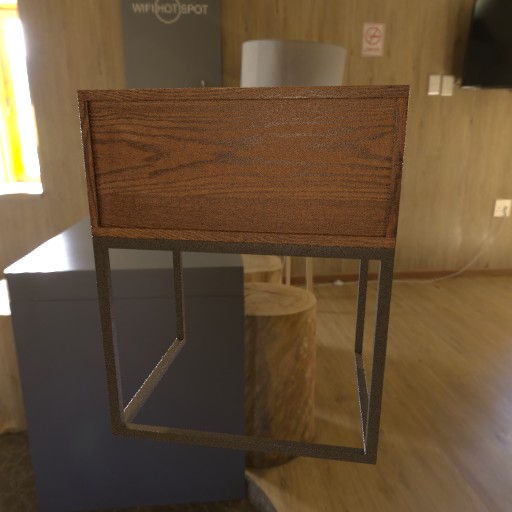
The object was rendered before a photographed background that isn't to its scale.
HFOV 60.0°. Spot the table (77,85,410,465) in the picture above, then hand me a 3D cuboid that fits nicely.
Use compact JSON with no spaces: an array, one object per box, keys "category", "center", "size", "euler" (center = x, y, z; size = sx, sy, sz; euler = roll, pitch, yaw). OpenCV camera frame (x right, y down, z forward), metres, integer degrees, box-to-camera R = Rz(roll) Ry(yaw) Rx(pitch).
[{"category":"table","center":[0.000,0.000,0.902],"size":[0.482,0.610,0.400],"euler":[3,16,9]}]
